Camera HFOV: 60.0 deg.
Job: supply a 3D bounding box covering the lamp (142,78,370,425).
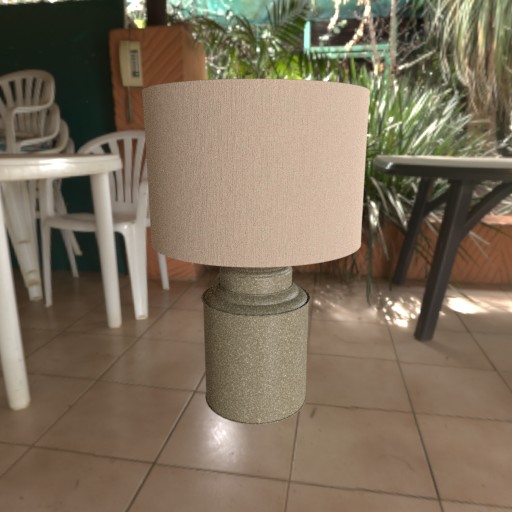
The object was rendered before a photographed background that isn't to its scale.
[{"bbox_3d":[0.000,0.000,0.696,0.318,0.486,0.318,0,14,0],"label":"lamp"}]
